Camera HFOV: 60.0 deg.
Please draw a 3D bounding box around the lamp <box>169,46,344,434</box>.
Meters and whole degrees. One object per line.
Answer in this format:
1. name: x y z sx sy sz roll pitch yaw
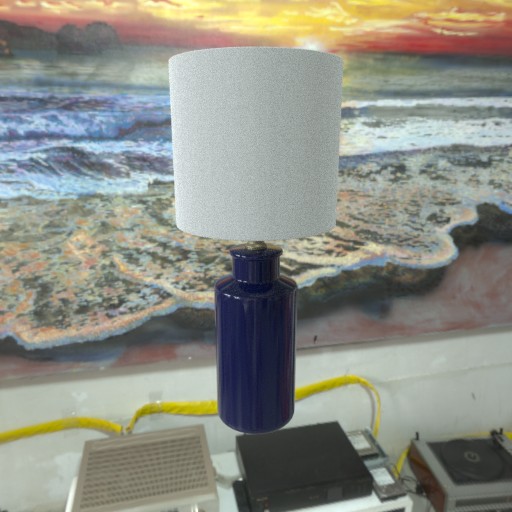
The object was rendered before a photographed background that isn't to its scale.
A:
1. lamp: 0.000 0.000 0.611 0.212 0.493 0.212 -14 21 -42
